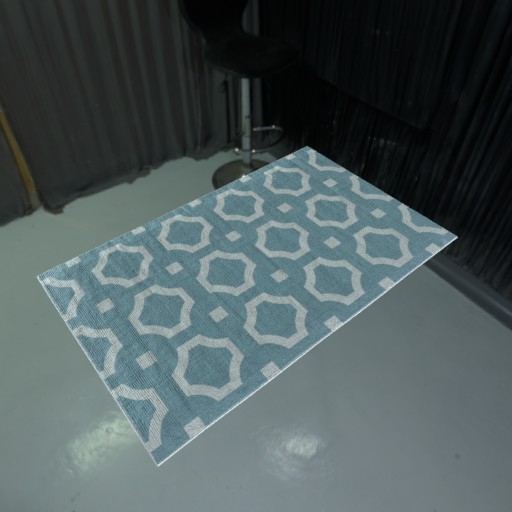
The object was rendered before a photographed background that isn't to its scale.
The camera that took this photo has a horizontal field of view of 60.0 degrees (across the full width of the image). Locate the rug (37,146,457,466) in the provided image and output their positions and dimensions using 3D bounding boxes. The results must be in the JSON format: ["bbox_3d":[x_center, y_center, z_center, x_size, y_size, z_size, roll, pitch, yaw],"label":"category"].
[{"bbox_3d":[0.000,0.000,3.009,2.443,0.015,1.528,-31,53,-26],"label":"rug"}]
